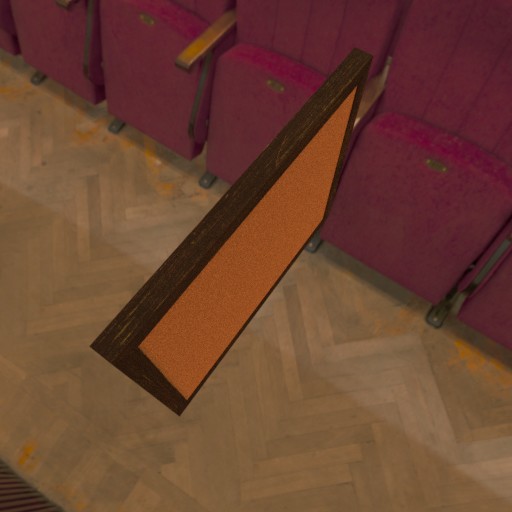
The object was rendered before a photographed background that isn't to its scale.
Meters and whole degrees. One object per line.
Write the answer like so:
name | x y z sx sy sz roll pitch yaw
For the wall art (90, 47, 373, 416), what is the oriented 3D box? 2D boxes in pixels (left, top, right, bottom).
wall art | 0.000 0.000 0.765 0.032 0.457 0.558 32 68 15
